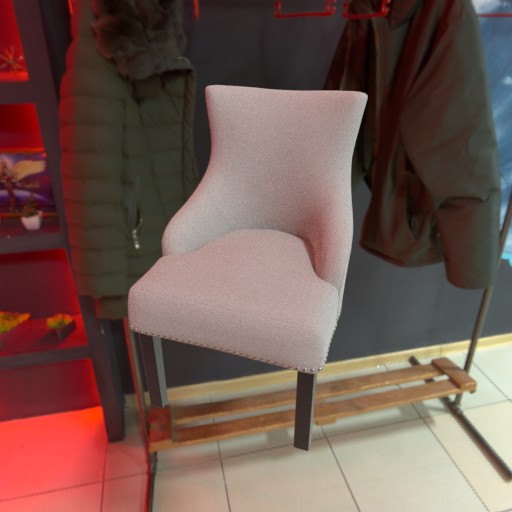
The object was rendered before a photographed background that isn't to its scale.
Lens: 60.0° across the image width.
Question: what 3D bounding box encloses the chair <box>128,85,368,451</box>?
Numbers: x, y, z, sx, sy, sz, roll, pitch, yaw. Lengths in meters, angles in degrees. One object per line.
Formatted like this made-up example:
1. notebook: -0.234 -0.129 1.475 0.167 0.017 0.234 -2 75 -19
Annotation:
1. chair: 0.000 0.000 1.351 0.566 0.909 0.629 9 29 17
